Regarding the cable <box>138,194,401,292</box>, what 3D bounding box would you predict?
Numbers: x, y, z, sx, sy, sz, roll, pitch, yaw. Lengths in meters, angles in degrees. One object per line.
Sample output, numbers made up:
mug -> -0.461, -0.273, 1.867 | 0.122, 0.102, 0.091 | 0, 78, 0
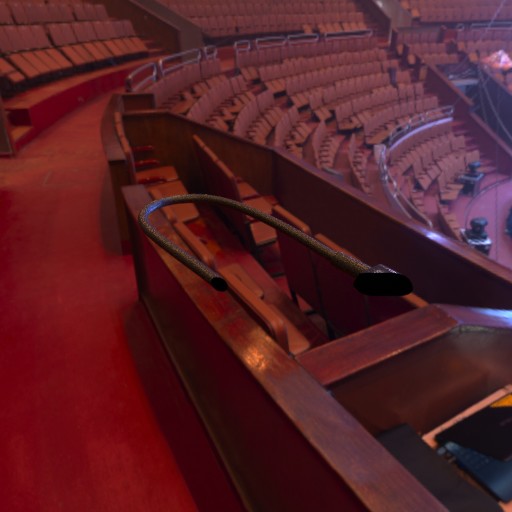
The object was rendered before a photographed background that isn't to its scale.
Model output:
cable -> 0.000, 0.000, 0.112 | 0.041, 0.005, 0.098 | -19, 34, -32
